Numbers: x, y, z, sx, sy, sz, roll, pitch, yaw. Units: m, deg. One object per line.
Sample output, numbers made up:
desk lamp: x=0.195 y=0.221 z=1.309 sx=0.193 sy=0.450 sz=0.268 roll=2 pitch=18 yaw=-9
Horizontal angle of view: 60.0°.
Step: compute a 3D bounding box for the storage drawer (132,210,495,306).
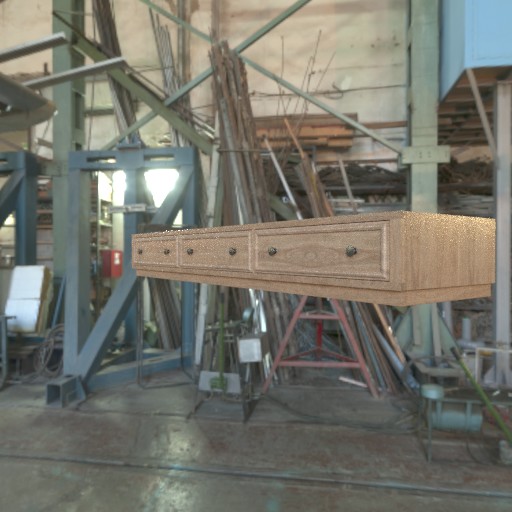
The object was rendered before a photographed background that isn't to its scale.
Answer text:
storage drawer: x=0.000 y=0.000 z=2.170 sx=0.538 sy=0.264 sz=2.032 roll=0 pitch=1 yaw=-36
